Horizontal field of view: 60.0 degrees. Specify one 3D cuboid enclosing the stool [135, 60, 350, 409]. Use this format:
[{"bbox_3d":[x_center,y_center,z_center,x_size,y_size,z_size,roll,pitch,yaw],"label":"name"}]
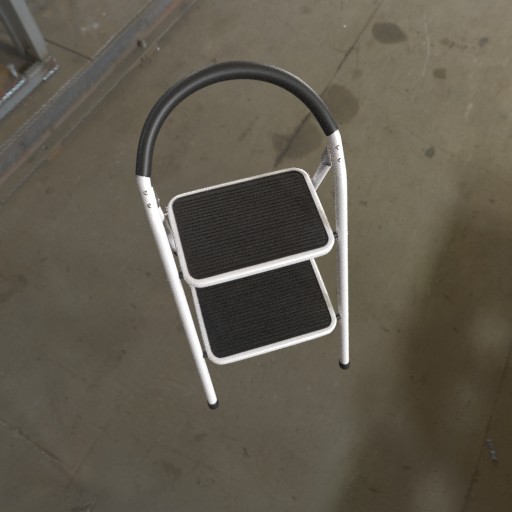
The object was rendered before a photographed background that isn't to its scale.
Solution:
[{"bbox_3d":[0.000,0.000,1.125,0.453,0.760,0.559,-15,65,-7],"label":"stool"}]
